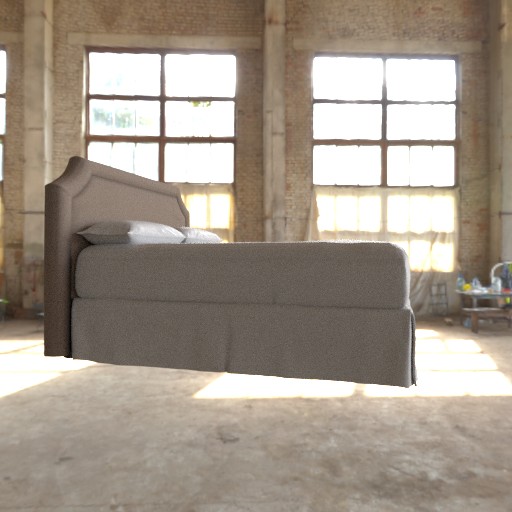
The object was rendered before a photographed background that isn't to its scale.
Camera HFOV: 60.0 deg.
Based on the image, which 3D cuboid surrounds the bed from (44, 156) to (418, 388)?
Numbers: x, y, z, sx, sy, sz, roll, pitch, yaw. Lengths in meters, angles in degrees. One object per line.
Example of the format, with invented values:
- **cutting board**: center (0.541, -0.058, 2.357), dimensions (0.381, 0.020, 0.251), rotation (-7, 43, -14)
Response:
- **bed**: center (0.000, 0.000, 3.234), dimensions (2.164, 1.303, 1.828), rotation (0, 0, 17)
